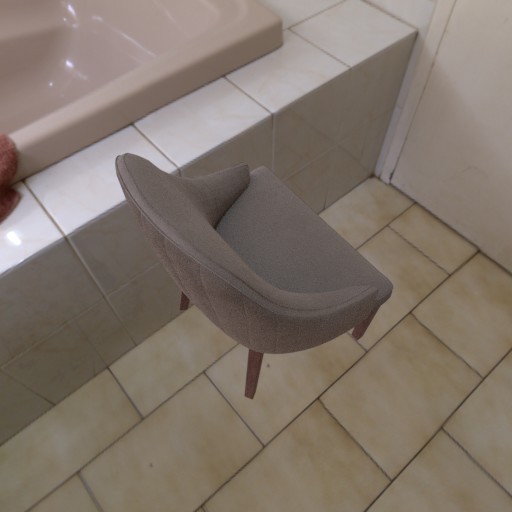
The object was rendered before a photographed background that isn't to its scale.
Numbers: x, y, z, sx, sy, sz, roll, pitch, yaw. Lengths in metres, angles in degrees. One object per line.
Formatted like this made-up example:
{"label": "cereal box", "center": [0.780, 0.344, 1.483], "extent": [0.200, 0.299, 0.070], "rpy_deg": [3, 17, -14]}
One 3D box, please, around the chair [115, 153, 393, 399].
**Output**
{"label": "chair", "center": [0.000, 0.000, 1.312], "extent": [0.575, 0.889, 0.643], "rpy_deg": [-33, 64, -19]}
